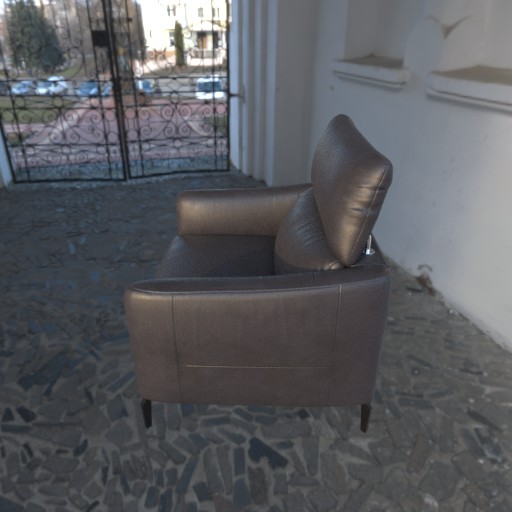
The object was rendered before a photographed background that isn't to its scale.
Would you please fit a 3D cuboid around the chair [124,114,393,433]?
[{"bbox_3d":[0.000,0.000,1.713,0.809,0.949,0.976,1,27,1],"label":"chair"}]
